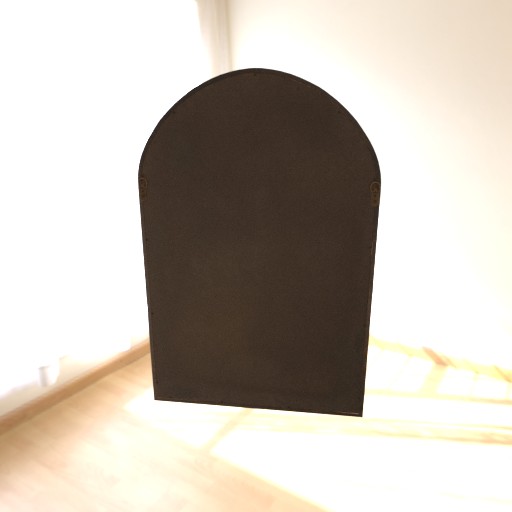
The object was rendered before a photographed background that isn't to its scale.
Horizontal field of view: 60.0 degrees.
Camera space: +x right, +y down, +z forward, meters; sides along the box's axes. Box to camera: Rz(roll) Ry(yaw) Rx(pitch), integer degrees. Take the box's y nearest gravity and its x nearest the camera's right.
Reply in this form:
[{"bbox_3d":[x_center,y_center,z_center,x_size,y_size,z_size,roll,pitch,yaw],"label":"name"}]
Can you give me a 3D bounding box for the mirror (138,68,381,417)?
[{"bbox_3d":[0.000,0.000,1.167,0.609,0.915,0.032,2,17,7],"label":"mirror"}]
